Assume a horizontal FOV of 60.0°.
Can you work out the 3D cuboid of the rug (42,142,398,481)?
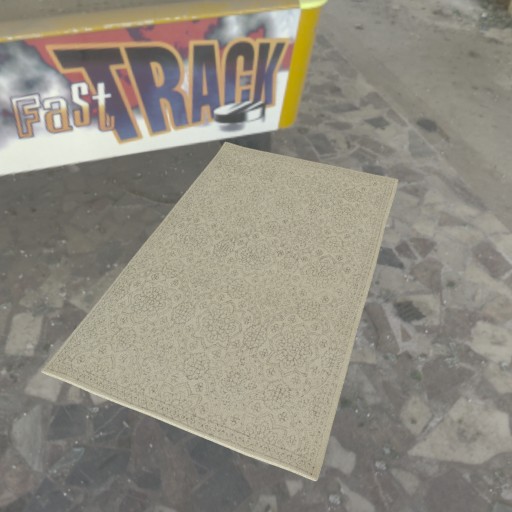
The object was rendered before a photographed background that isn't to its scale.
[{"bbox_3d":[0.000,0.000,2.359,1.214,0.023,1.947,15,48,15],"label":"rug"}]
